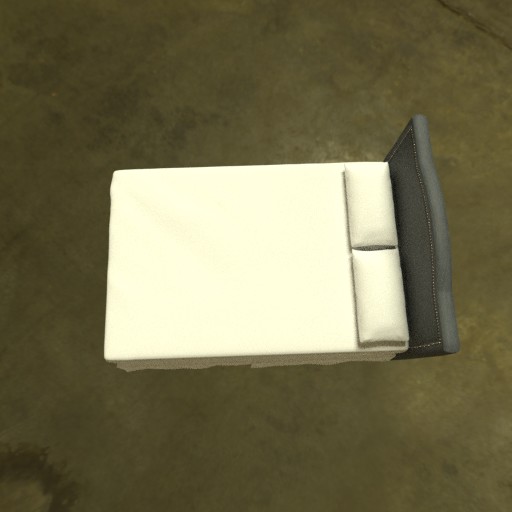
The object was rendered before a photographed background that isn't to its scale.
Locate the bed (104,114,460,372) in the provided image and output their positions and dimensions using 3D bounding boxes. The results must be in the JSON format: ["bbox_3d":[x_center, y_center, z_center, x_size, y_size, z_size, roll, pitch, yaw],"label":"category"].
[{"bbox_3d":[0.000,0.000,3.562,2.507,1.441,1.747,-2,76,0],"label":"bed"}]
